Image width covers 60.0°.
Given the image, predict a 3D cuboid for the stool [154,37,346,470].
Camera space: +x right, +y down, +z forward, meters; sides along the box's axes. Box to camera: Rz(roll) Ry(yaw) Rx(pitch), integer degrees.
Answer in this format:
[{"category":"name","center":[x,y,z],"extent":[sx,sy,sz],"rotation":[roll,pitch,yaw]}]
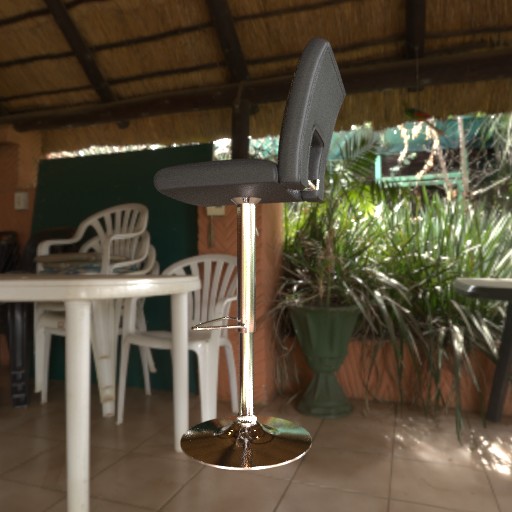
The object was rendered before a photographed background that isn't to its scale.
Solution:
[{"category":"stool","center":[0.000,0.000,1.392],"extent":[0.520,1.151,0.415],"rotation":[0,-1,18]}]
